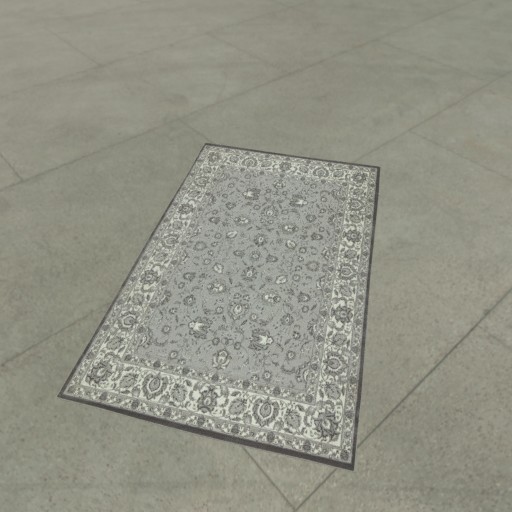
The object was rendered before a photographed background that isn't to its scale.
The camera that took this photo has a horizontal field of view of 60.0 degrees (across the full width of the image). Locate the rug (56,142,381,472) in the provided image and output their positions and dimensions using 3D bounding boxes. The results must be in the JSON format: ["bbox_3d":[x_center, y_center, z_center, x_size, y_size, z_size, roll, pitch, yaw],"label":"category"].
[{"bbox_3d":[0.000,0.000,2.944,1.524,0.011,2.438,10,47,9],"label":"rug"}]
